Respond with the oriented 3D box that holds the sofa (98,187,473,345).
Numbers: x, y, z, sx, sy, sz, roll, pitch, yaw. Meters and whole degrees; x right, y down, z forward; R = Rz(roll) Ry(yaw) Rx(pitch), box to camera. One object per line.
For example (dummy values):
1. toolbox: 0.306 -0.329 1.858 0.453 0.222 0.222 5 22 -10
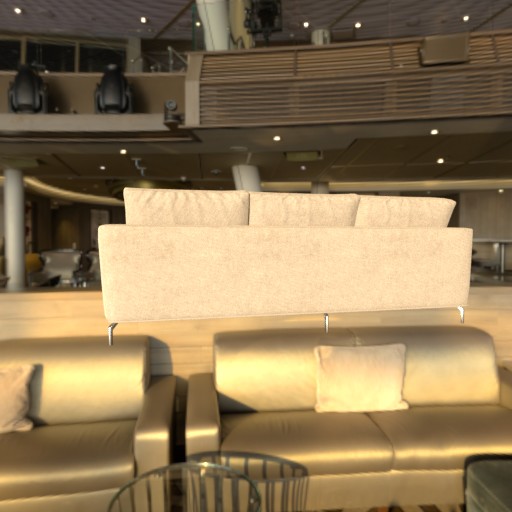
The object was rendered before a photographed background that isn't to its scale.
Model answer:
1. sofa: 0.000 0.000 3.818 2.438 0.864 2.438 -1 2 -16
